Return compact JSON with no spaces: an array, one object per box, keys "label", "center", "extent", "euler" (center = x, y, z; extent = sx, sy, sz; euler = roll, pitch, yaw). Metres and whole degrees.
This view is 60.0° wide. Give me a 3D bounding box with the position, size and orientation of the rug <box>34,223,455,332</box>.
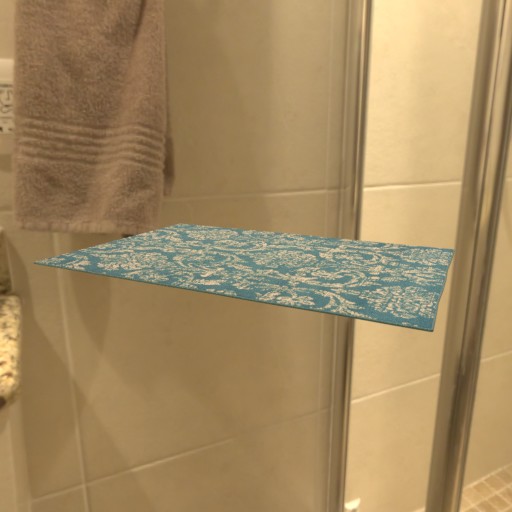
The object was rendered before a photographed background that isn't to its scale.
[{"label":"rug","center":[0.000,0.000,2.299],"extent":[1.833,0.012,1.211],"euler":[7,16,26]}]
